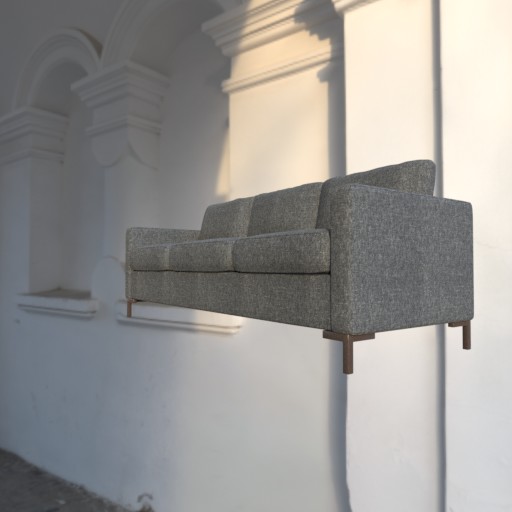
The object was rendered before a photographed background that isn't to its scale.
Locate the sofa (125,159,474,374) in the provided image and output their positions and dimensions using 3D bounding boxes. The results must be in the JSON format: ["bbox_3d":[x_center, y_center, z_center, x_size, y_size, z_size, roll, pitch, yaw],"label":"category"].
[{"bbox_3d":[0.000,0.000,2.654,0.859,0.874,2.218,1,-2,-36],"label":"sofa"}]
